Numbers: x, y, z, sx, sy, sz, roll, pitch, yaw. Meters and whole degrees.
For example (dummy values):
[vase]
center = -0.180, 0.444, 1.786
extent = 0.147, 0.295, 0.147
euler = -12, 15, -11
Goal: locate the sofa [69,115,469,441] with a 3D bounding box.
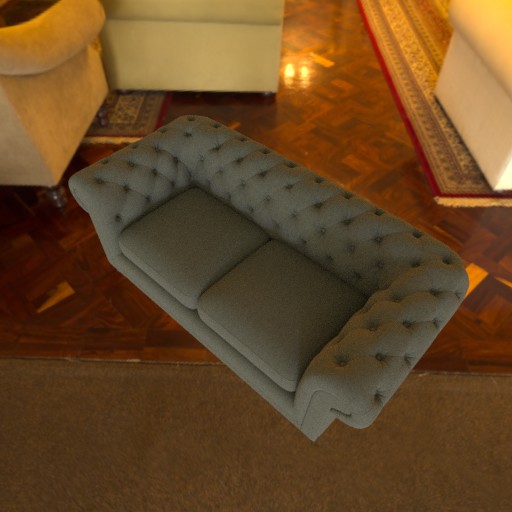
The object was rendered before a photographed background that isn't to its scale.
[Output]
[sofa]
center = 0.000, 0.000, 2.455
extent = 1.998, 0.764, 0.986
euler = 35, 57, 27
